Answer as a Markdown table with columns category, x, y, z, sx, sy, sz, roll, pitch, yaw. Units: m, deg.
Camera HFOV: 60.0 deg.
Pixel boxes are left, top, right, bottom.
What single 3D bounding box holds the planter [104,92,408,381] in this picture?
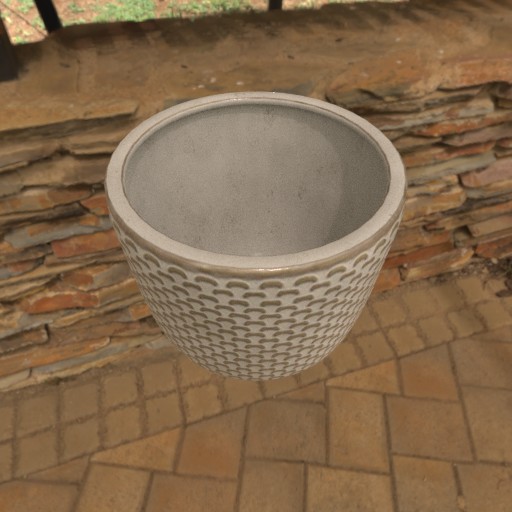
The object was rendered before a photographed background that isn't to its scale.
| category | x | y | z | sx | sy | sz | roll | pitch | yaw |
| --- | --- | --- | --- | --- | --- | --- | --- | --- | --- |
| planter | 0.000 | 0.000 | 0.312 | 0.173 | 0.160 | 0.173 | 0 | 46 | 0 |
